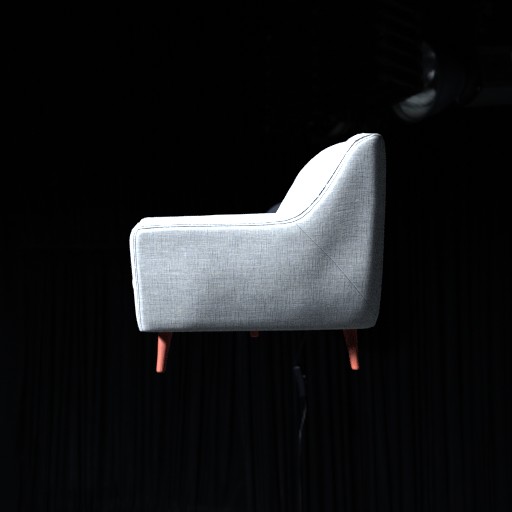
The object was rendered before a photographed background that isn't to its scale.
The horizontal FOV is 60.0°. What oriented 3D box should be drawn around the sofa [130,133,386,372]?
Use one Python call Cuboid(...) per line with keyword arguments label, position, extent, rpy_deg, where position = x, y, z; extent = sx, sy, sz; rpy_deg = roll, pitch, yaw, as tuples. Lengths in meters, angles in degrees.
Cuboid(label="sofa", position=(0.000, 0.000, 2.458), extent=(0.976, 0.897, 1.930), rpy_deg=(0, -1, 0))
